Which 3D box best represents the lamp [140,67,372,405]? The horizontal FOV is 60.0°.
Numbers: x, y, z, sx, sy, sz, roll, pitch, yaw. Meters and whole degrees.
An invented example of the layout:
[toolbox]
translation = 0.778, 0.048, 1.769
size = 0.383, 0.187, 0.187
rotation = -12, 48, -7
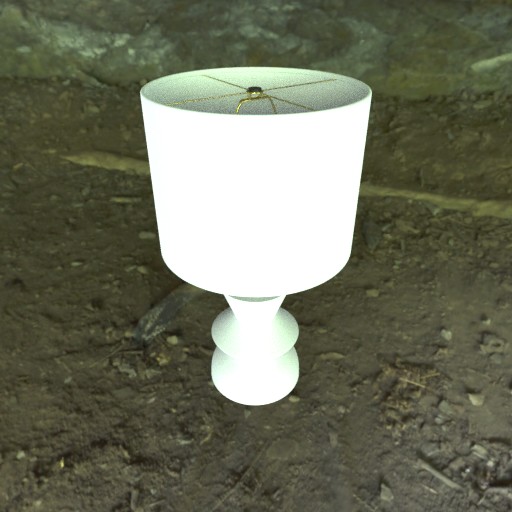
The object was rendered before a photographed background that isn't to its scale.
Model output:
[lamp]
translation = 0.000, 0.000, 0.730
size = 0.301, 0.533, 0.301
rotation = -20, 37, -29
